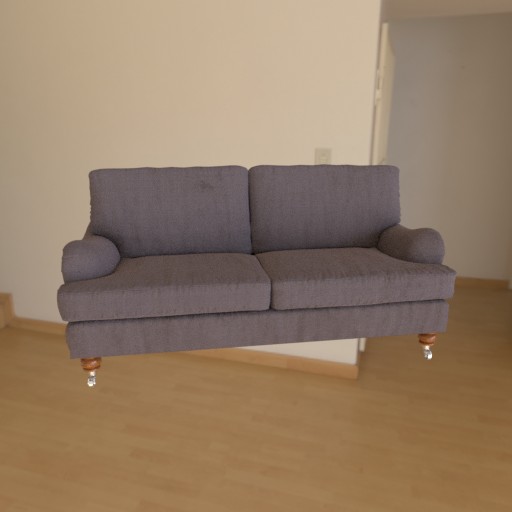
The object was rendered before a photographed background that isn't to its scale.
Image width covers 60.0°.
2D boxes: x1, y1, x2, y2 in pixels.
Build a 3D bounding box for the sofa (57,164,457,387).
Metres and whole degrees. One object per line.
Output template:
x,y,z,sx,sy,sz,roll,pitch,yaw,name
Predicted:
0.000,0.000,2.790,2.165,1.087,1.086,-2,16,-8,sofa
